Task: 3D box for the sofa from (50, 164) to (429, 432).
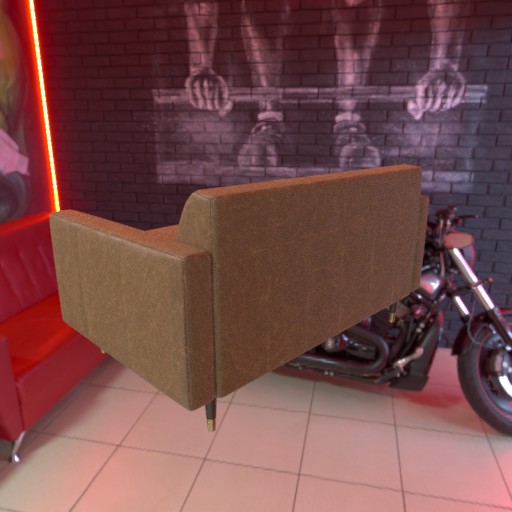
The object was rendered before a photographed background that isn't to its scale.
[{"bbox_3d":[0.000,0.000,2.089,0.960,0.820,1.549,16,23,43],"label":"sofa"}]
